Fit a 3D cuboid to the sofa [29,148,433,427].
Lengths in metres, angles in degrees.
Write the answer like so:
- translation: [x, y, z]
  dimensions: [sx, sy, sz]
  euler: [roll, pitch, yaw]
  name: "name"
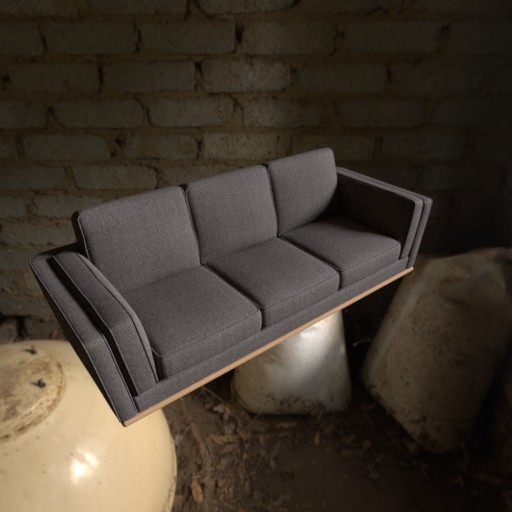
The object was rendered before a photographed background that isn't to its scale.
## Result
- translation: [0.000, 0.000, 2.738]
  dimensions: [2.362, 0.899, 0.903]
  euler: [-22, 37, -32]
  name: "sofa"
